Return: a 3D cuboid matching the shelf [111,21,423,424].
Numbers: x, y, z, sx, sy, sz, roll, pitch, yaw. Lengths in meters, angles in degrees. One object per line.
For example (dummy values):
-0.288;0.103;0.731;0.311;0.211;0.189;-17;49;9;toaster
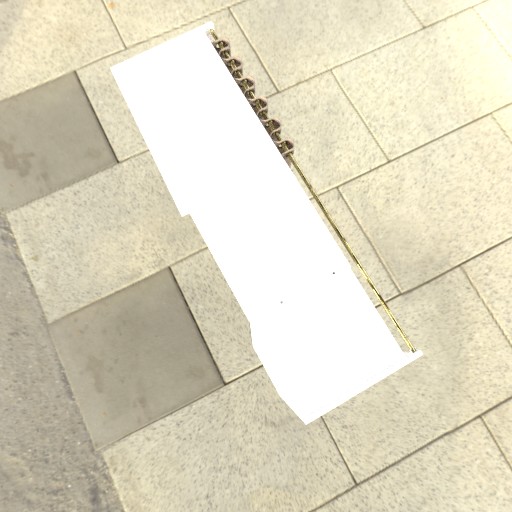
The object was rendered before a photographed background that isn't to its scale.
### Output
0.000;0.000;2.583;0.500;1.820;1.600;-28;77;-7;shelf
